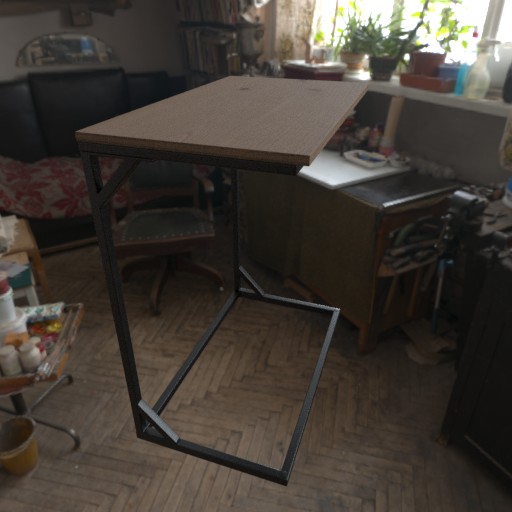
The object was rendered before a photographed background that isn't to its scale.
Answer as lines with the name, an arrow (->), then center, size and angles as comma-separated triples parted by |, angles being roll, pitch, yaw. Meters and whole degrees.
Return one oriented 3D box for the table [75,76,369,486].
table -> 0.000, 0.000, 1.006 | 0.351, 0.673, 0.597 | 10, 31, 17
